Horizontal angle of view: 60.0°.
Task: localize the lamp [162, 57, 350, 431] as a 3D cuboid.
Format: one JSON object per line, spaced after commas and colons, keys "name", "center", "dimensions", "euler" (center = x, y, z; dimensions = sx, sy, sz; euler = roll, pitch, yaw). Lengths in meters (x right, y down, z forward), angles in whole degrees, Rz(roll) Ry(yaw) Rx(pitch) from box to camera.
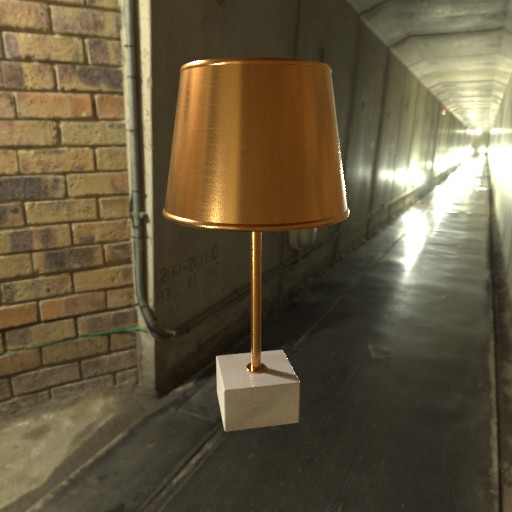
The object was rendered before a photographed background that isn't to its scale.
{"name": "lamp", "center": [0.000, 0.000, 0.519], "dimensions": [0.208, 0.406, 0.208], "euler": [0, 16, 0]}
